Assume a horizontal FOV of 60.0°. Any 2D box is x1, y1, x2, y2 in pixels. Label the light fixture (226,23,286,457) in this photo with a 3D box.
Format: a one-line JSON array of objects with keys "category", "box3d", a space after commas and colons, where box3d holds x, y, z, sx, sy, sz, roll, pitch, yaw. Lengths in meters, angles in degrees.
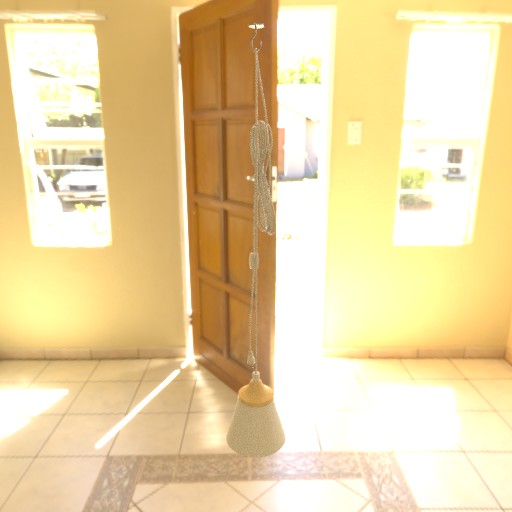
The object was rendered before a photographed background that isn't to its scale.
[{"category": "light fixture", "box3d": [0.000, 0.000, 1.019, 0.153, 0.966, 0.153, -3, 15, -10]}]
